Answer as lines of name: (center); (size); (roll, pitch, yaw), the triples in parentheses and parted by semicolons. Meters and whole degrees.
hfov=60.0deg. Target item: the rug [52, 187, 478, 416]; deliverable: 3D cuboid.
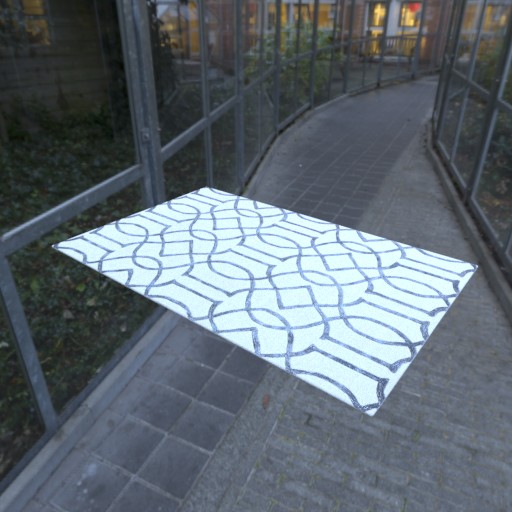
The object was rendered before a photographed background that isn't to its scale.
rug: (0.000, 0.000, 2.905); (2.365, 0.017, 1.521); (21, 35, 33)
